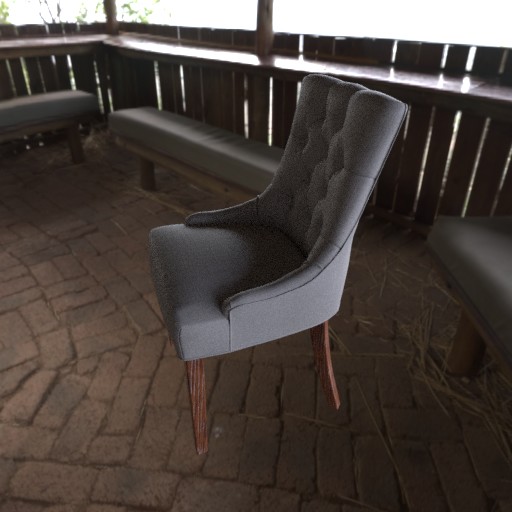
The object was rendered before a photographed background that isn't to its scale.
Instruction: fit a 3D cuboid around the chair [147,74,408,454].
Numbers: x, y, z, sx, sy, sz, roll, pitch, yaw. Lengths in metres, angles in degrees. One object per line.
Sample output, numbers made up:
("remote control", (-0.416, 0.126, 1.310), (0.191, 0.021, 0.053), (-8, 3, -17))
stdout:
("chair", (0.000, 0.000, 1.220), (0.565, 0.874, 0.509), (-9, 31, -16))
